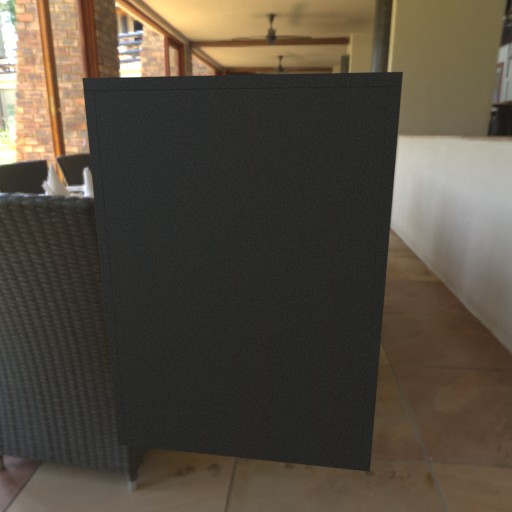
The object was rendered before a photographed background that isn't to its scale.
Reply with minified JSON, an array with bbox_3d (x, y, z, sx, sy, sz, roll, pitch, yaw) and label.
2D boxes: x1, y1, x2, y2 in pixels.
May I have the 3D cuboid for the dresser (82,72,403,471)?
[{"bbox_3d":[0.000,0.000,0.790,0.400,0.560,0.360,2,16,8],"label":"dresser"}]
